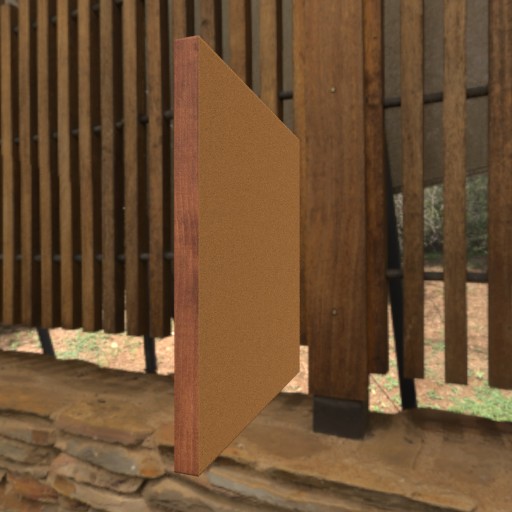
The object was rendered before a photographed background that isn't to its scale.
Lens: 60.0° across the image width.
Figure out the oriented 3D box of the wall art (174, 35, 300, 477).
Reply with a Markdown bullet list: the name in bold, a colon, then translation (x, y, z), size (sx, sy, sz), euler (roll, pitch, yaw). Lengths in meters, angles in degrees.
- **wall art**: translation (0.000, 0.000, 0.841), size (0.037, 0.572, 0.554), euler (0, 0, 19)
